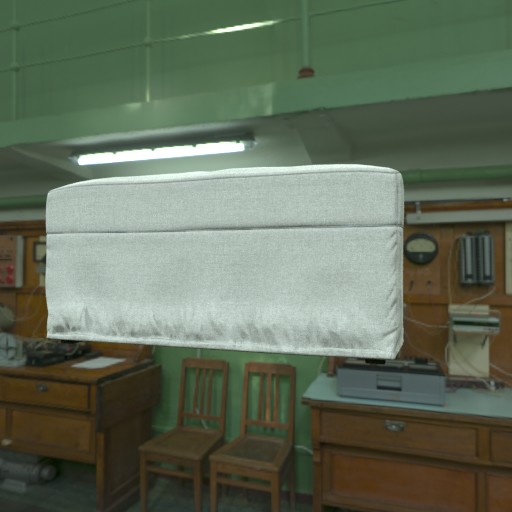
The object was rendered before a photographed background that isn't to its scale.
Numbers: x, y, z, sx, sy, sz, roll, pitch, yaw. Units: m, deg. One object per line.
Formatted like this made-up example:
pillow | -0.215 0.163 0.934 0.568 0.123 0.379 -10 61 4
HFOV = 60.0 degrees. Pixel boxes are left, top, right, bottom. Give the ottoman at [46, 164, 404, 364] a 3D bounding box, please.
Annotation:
ottoman | 0.000 0.000 1.337 0.843 0.436 0.840 0 -1 17
